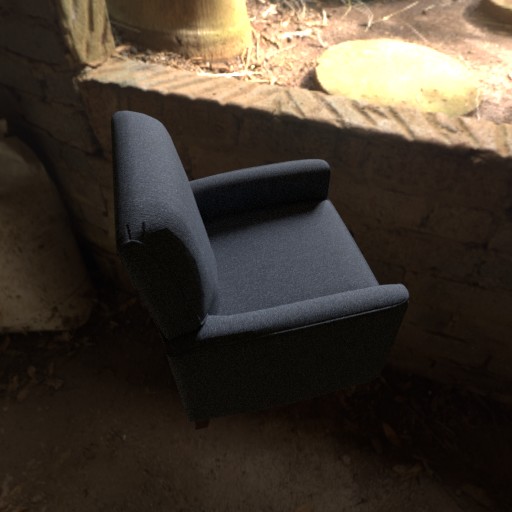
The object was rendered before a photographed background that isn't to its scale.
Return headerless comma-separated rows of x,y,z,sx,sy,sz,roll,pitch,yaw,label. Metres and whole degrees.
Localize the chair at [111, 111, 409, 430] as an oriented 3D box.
0.000,0.000,1.643,0.850,1.016,0.839,-10,47,-10,chair
